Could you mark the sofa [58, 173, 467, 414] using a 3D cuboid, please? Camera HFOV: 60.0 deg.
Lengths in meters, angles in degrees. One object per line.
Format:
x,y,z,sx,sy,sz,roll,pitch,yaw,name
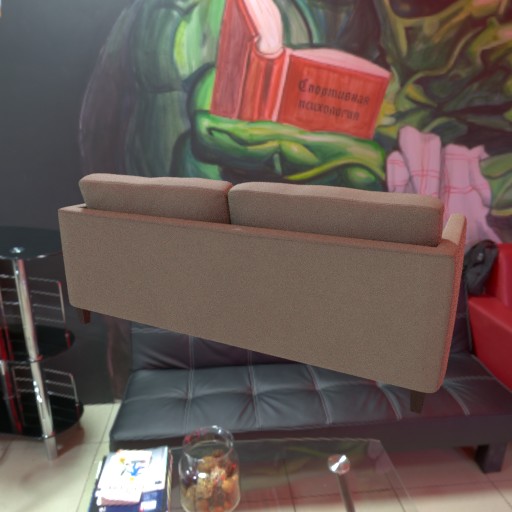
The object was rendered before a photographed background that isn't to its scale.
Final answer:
0.000,0.000,2.593,2.181,0.932,0.948,8,18,26,sofa
